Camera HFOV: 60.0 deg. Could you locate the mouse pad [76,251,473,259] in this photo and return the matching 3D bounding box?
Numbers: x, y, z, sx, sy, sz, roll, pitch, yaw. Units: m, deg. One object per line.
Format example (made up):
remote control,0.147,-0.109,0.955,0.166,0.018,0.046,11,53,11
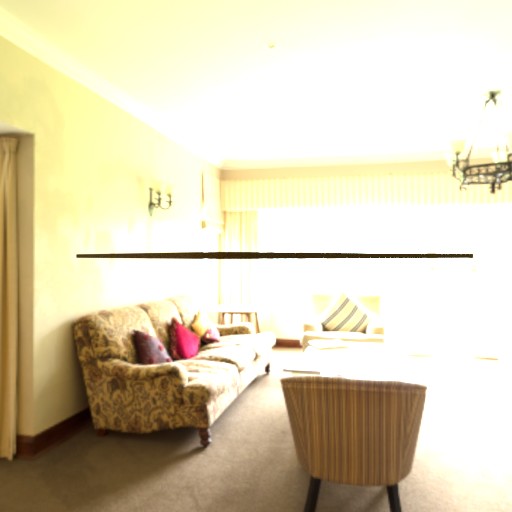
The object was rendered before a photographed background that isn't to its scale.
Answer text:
mouse pad,0.000,0.000,0.323,0.203,0.003,0.229,0,0,-36
